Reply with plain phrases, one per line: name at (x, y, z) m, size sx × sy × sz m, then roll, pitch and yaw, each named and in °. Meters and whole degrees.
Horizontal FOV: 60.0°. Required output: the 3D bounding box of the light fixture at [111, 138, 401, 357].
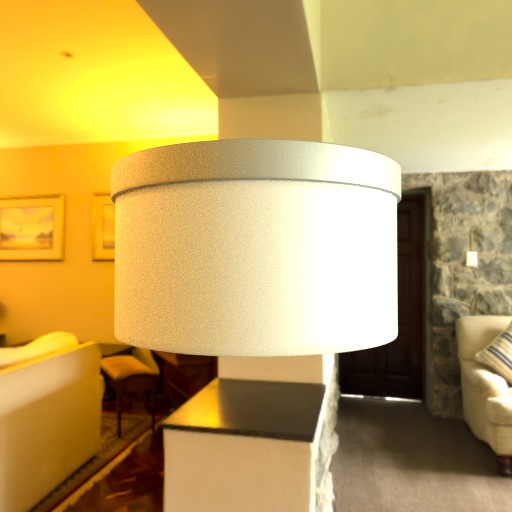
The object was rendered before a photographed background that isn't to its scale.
light fixture at (0.000, 0.000, 0.630) m, size 0.393 × 0.229 × 0.393 m, roll 0°, pitch -1°, yaw 0°
